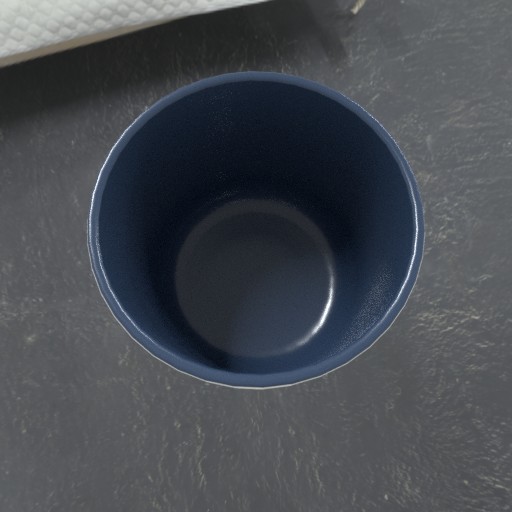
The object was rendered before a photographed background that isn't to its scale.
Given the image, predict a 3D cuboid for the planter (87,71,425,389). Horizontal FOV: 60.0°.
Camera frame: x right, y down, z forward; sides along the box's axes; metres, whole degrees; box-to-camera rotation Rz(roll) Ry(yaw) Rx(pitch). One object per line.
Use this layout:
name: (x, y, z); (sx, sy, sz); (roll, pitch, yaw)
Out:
planter: (0.000, 0.000, 0.315); (0.182, 0.165, 0.182); (0, 73, 0)
